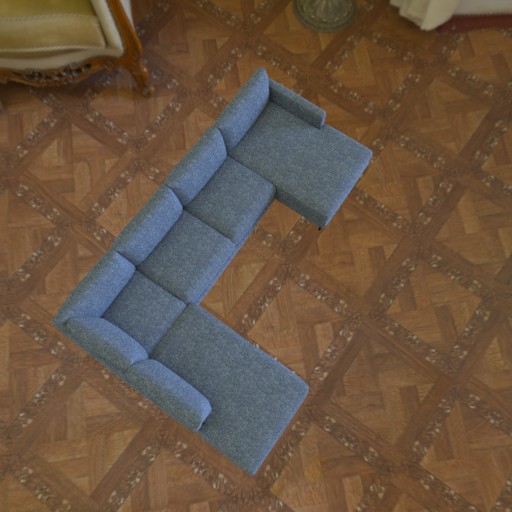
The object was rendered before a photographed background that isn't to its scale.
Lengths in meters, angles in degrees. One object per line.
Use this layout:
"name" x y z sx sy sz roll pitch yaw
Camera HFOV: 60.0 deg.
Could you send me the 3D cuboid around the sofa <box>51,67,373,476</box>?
"sofa" 0.000 0.000 3.607 1.879 0.756 2.737 34 77 9
